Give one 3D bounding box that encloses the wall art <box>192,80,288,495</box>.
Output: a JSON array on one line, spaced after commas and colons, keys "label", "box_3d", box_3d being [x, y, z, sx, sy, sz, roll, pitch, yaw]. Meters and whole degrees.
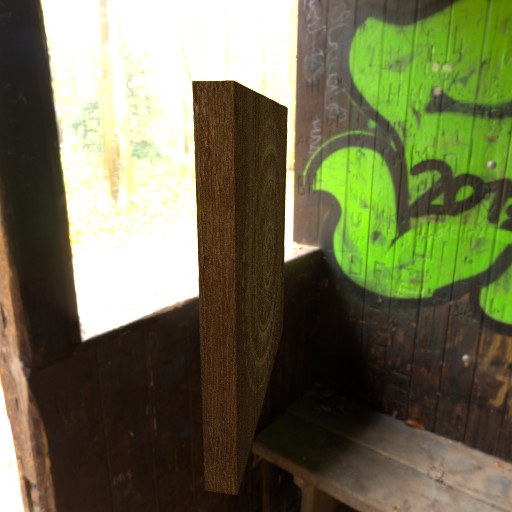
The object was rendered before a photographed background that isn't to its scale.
[{"label": "wall art", "box_3d": [0.000, 0.000, 0.600, 0.039, 0.403, 0.406, 3, 16, 9]}]
